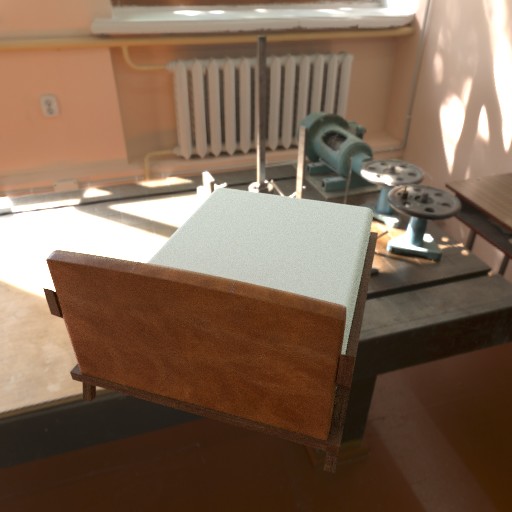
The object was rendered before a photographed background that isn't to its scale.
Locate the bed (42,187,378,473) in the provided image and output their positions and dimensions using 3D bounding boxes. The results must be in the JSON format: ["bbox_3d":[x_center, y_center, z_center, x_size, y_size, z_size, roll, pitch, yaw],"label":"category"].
[{"bbox_3d":[0.000,0.000,3.263,1.651,1.168,2.311,10,34,15],"label":"bed"}]
